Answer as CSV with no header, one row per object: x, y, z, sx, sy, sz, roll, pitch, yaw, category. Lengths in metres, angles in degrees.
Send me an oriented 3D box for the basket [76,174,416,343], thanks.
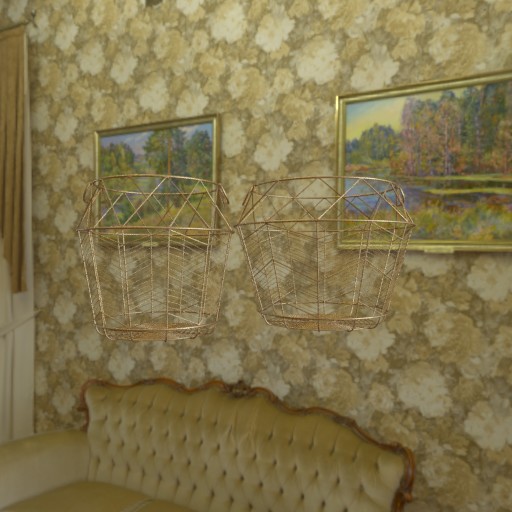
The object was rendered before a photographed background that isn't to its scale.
0.000,0.000,1.068,0.805,0.343,0.451,0,0,-19,basket
